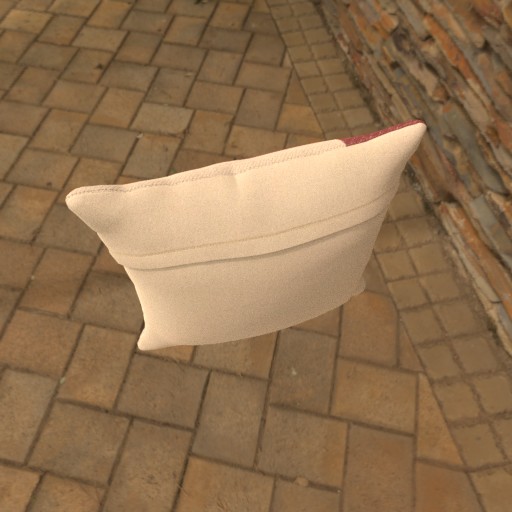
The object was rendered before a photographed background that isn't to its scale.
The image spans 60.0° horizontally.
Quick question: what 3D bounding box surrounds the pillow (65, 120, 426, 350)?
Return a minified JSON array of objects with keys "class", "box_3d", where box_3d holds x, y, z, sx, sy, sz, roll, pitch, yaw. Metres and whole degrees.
[{"class":"pillow","box_3d":[0.000,0.000,0.802,0.536,0.506,0.229,-14,59,-9]}]
